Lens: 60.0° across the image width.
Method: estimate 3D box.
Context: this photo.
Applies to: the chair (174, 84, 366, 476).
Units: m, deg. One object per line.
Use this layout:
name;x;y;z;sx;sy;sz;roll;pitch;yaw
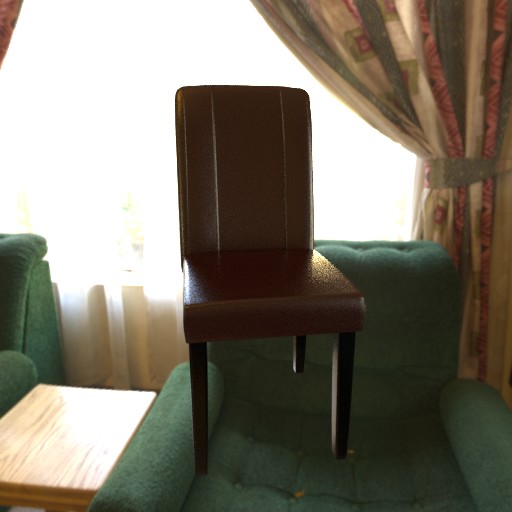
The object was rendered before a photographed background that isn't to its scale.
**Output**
chair;0.000;0.000;1.173;0.399;0.897;0.556;-2;16;-9
